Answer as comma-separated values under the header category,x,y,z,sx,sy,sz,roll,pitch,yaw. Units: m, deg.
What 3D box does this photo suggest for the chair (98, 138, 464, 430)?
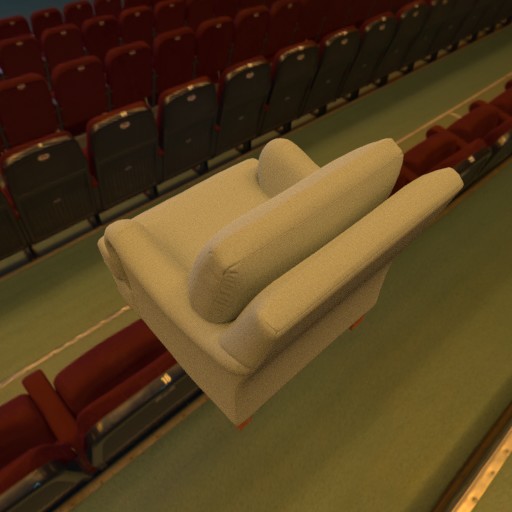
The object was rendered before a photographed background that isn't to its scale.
category,x,y,z,sx,sy,sz,roll,pitch,yaw
chair,0.000,0.000,1.825,0.955,1.038,1.070,-34,55,-28
